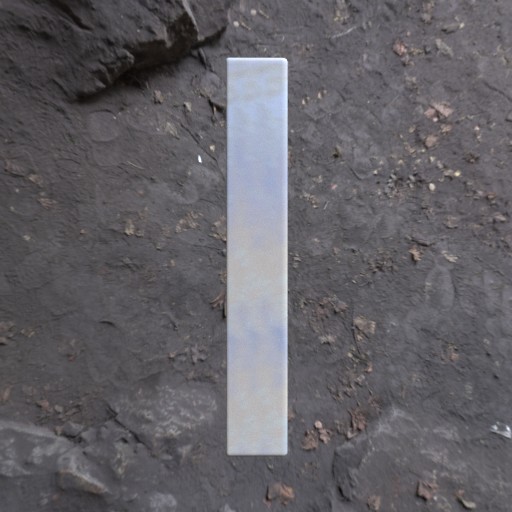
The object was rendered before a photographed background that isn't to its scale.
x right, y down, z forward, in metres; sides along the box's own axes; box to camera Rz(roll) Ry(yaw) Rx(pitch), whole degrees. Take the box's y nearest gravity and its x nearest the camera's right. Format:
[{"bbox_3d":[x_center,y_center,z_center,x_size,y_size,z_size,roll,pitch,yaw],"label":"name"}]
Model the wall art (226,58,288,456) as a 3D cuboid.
[{"bbox_3d":[0.000,0.000,0.468,0.039,0.380,0.251,0,90,0],"label":"wall art"}]
